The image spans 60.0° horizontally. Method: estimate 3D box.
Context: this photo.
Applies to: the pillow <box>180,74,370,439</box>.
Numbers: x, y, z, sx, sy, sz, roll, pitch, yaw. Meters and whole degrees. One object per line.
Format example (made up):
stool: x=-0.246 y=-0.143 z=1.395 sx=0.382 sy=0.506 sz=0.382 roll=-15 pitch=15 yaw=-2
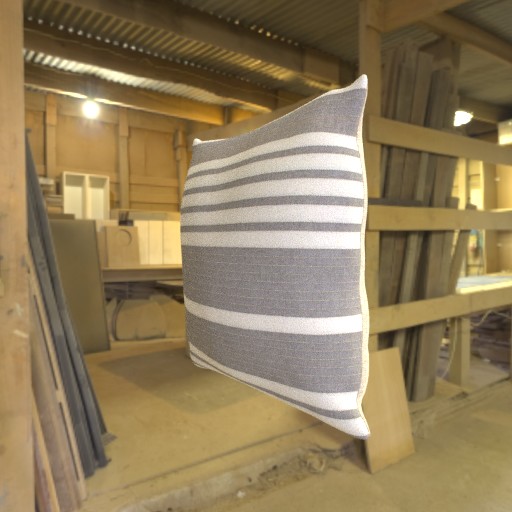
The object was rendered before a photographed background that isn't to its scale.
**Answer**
pillow: x=0.000 y=0.000 z=0.689 sx=0.182 sy=0.440 sz=0.439 roll=-1 pitch=2 yaw=-35
